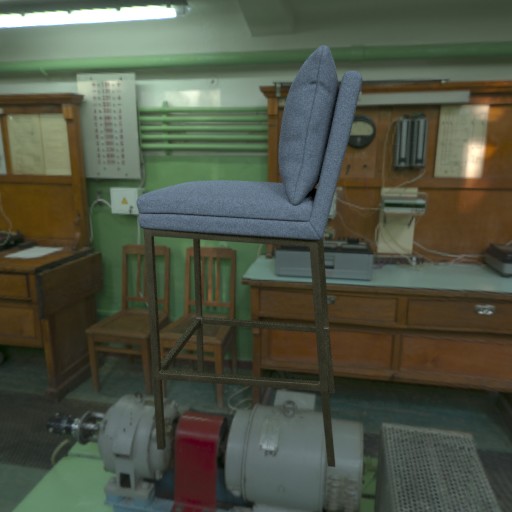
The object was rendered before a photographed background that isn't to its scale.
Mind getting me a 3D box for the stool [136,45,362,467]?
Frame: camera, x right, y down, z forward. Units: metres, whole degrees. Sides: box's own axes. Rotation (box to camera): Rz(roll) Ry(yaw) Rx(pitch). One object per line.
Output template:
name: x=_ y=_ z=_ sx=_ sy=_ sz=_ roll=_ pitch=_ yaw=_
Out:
stool: x=0.000 y=0.000 z=1.384 sx=0.569 sy=1.130 sz=0.463 roll=2 pitch=14 yaw=9
